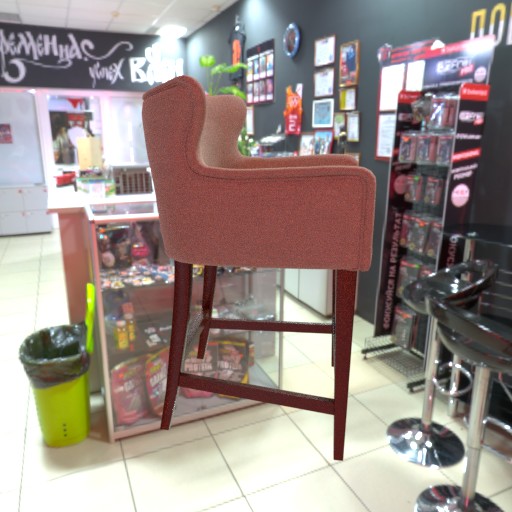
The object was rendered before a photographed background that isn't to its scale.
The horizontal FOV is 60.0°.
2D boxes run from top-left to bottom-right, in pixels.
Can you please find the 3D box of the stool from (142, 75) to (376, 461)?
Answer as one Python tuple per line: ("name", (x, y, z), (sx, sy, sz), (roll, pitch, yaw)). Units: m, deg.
("stool", (0.000, 0.000, 1.375), (0.637, 0.987, 0.615), (2, 16, 8))
